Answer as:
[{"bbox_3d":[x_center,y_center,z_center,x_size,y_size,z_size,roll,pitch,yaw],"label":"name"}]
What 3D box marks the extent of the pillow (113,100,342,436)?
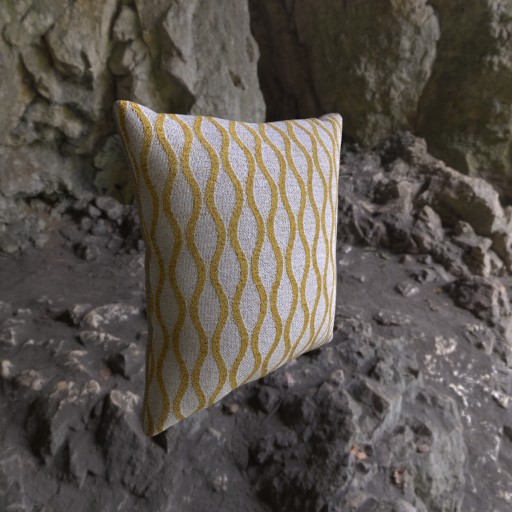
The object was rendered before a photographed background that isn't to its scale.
[{"bbox_3d":[0.000,0.000,0.682,0.159,0.436,0.429,14,20,42],"label":"pillow"}]
